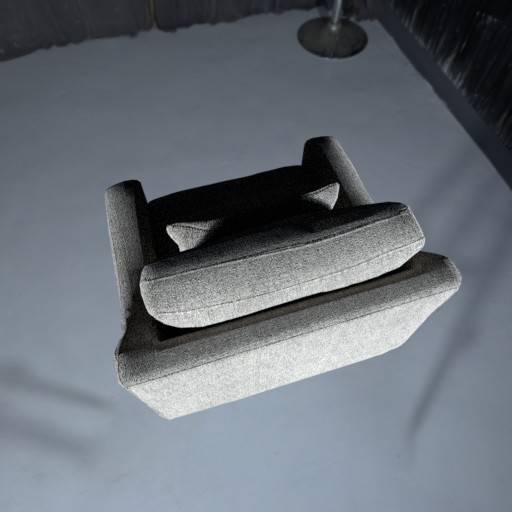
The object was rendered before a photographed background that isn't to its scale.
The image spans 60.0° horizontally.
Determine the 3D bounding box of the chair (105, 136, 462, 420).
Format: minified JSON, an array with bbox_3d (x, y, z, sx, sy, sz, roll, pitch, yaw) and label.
[{"bbox_3d":[0.000,0.000,1.876,1.138,1.037,1.009,-15,60,-9],"label":"chair"}]
